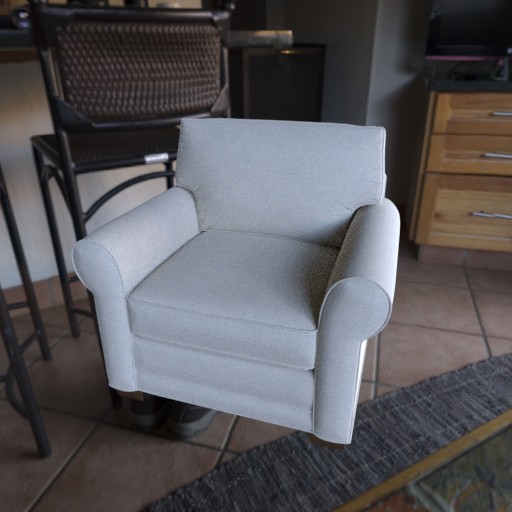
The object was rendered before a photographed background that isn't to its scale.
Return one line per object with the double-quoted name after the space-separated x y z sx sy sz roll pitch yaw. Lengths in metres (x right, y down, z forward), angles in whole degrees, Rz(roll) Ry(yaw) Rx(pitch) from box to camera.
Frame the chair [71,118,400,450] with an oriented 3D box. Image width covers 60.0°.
0.000 0.000 1.727 1.040 0.955 0.863 8 26 16 "chair"
